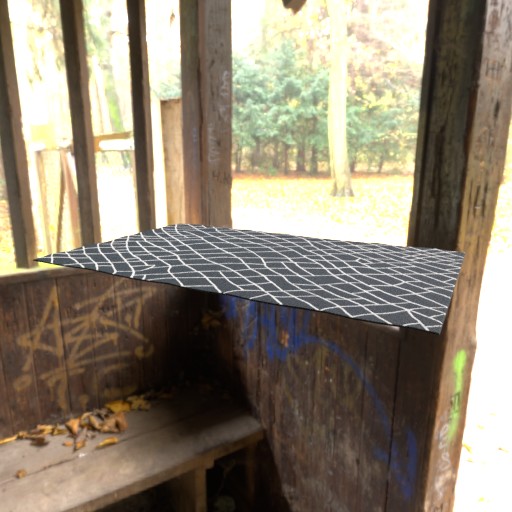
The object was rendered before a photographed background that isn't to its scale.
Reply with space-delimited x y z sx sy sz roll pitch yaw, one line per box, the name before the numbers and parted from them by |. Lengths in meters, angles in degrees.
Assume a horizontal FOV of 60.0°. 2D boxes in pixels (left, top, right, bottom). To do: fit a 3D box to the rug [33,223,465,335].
rug | 0.000 0.000 2.947 2.448 0.017 1.529 7 16 27
